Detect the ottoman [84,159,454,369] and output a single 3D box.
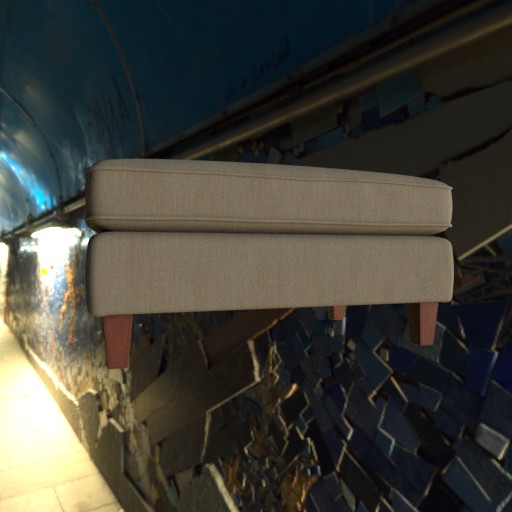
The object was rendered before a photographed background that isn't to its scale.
[{"bbox_3d":[0.000,0.000,1.324,0.941,0.480,0.636,0,0,-18],"label":"ottoman"}]
